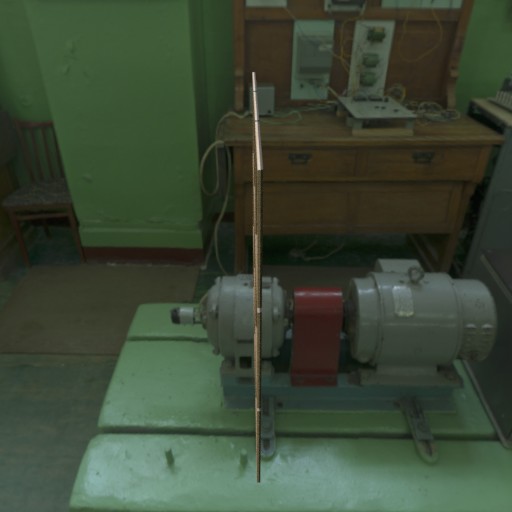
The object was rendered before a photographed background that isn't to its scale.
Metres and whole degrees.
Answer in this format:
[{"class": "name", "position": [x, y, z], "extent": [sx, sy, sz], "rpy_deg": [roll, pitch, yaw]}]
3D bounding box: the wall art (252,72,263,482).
[{"class": "wall art", "position": [0.000, 0.000, 1.831], "extent": [0.013, 1.218, 1.216], "rpy_deg": [0, 32, -1]}]
